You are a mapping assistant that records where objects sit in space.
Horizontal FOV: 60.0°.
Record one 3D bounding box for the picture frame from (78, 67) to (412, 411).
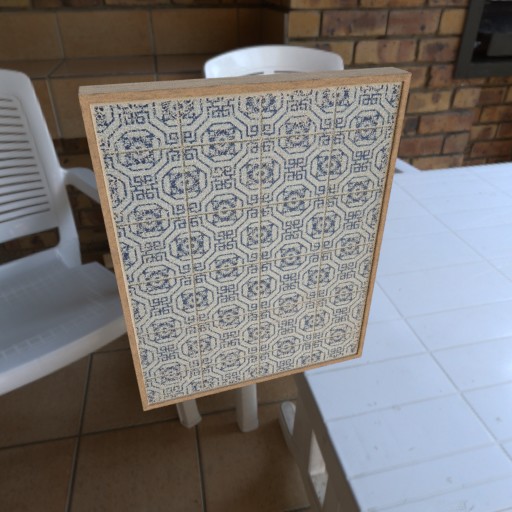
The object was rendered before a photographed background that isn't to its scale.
[{"bbox_3d":[0.000,0.000,0.696,0.421,0.526,0.046,-10,34,-15],"label":"picture frame"}]
